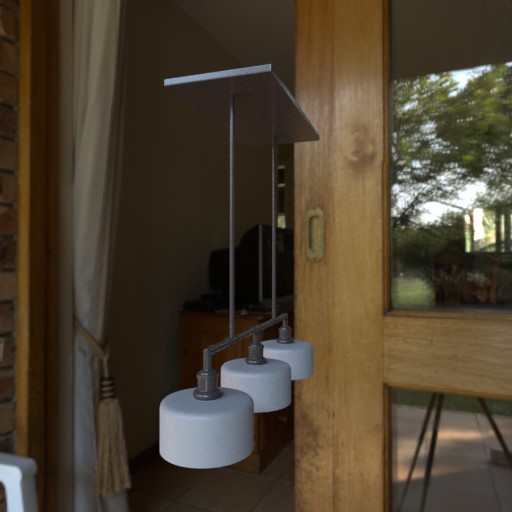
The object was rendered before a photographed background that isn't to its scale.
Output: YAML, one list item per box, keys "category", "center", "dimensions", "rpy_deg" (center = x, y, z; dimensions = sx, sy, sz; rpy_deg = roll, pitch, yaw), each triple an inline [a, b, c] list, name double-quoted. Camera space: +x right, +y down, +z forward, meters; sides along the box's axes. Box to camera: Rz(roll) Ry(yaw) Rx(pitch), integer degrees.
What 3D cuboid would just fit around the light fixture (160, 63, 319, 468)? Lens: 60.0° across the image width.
- category: "light fixture"
  center: [0.000, 0.000, 0.857]
  dimensions: [0.177, 0.557, 0.582]
  rpy_deg: [0, -1, 18]
